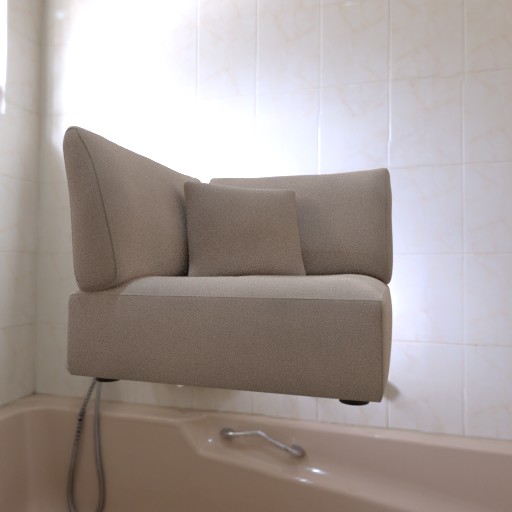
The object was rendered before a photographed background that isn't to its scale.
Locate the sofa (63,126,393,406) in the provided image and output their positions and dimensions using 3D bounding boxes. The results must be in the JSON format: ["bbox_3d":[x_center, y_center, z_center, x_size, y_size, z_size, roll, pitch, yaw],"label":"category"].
[{"bbox_3d":[0.000,0.000,1.701,1.000,0.820,1.000,0,-1,18],"label":"sofa"}]
